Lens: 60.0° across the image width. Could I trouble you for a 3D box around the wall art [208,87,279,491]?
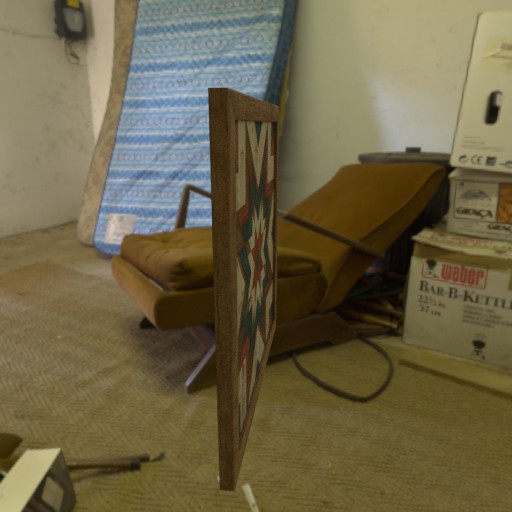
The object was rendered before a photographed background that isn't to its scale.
[{"bbox_3d":[0.000,0.000,1.040,0.029,0.691,0.695,2,17,8],"label":"wall art"}]
